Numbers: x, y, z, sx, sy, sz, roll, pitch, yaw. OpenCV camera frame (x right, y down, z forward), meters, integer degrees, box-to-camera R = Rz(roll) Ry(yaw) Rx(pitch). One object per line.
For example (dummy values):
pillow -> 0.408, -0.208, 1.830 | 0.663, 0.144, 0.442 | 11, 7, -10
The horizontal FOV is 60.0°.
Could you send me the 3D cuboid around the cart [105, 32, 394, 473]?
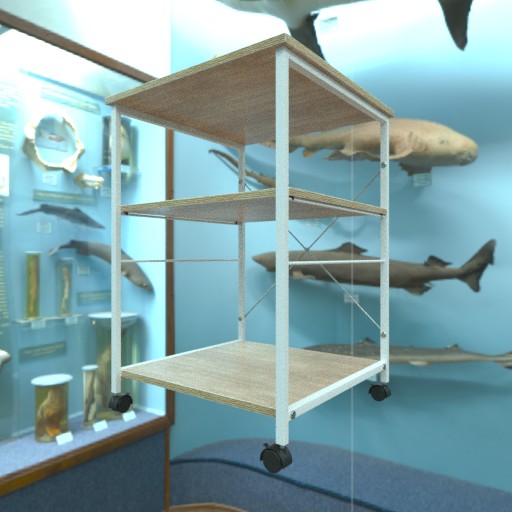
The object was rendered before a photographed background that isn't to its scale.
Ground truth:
cart -> 0.000, 0.000, 1.118 | 0.521, 0.762, 0.520 | 0, 0, 37
